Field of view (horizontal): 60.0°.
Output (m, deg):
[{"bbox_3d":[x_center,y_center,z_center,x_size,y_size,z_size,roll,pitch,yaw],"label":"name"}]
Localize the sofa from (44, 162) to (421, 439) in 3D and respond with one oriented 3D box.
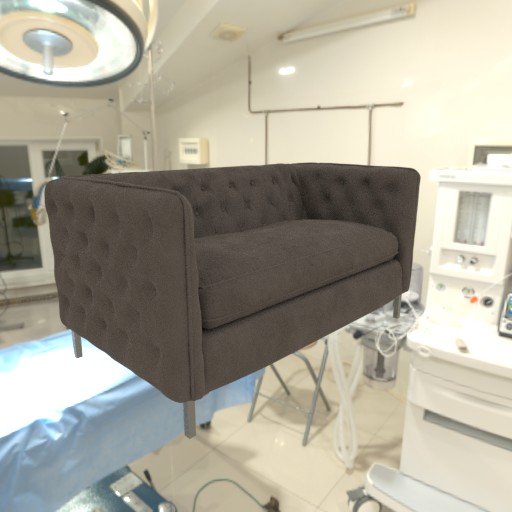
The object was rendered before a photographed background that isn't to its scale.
[{"bbox_3d":[0.000,0.000,2.115,0.909,0.810,1.583,14,20,43],"label":"sofa"}]
